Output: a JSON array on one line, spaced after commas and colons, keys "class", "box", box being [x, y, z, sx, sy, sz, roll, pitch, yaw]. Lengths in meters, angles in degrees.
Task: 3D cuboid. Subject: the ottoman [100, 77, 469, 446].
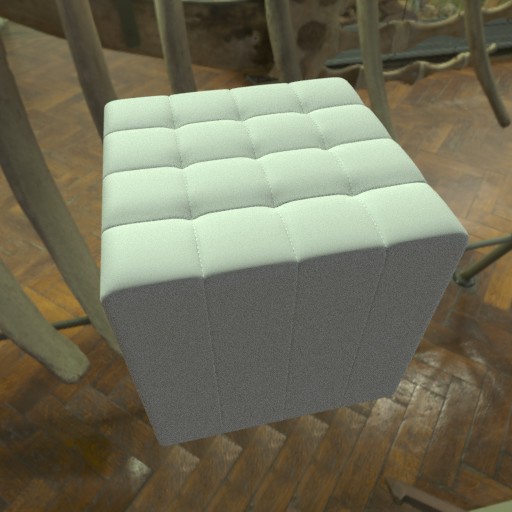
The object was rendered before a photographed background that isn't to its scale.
[{"class": "ottoman", "box": [0.000, 0.000, 0.770, 0.425, 0.432, 0.425, -9, 47, -9]}]
